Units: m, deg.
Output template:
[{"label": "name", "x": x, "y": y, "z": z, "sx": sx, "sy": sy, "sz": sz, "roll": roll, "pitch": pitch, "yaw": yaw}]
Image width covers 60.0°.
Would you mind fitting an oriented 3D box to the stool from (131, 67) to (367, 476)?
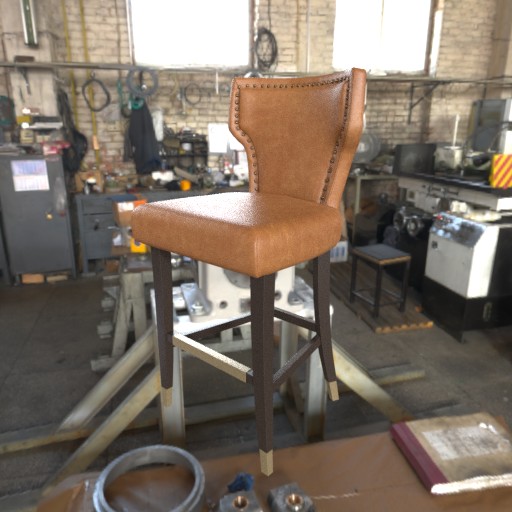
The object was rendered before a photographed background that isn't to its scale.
[{"label": "stool", "x": 0.000, "y": 0.000, "z": 1.389, "sx": 0.526, "sy": 1.092, "sz": 0.563, "roll": 15, "pitch": 22, "yaw": 40}]
